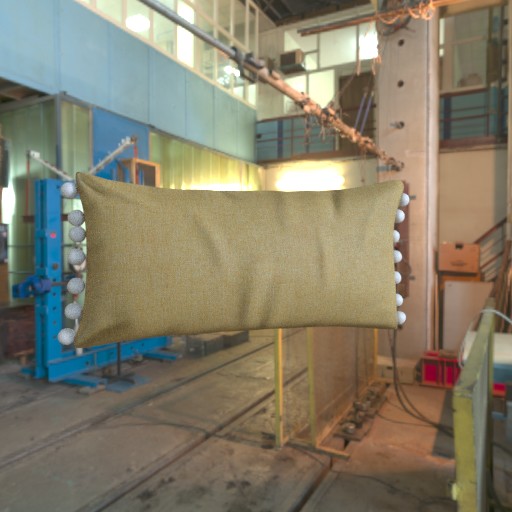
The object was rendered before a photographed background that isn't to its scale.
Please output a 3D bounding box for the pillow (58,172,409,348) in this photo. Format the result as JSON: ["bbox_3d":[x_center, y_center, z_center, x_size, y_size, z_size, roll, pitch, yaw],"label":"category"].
[{"bbox_3d":[0.000,0.000,0.856,0.709,0.322,0.201,0,1,-17],"label":"pillow"}]
